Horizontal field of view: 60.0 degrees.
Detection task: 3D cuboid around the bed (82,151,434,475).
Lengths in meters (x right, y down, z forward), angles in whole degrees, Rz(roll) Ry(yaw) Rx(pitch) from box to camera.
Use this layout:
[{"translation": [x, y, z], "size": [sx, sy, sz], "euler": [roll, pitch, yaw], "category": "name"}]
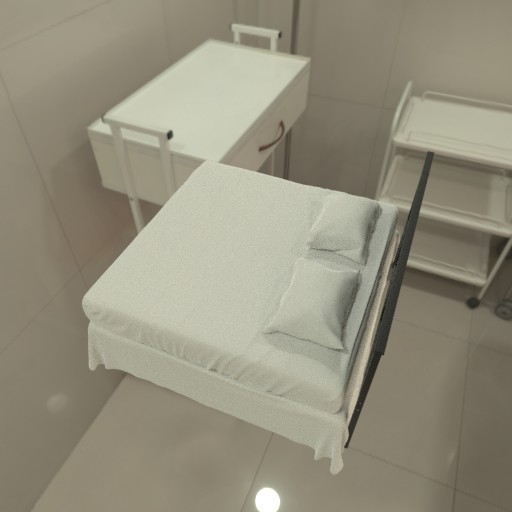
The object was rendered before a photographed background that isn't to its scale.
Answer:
[{"translation": [0.000, 0.000, 3.585], "size": [2.219, 1.271, 2.315], "euler": [17, 48, 16], "category": "bed"}]
